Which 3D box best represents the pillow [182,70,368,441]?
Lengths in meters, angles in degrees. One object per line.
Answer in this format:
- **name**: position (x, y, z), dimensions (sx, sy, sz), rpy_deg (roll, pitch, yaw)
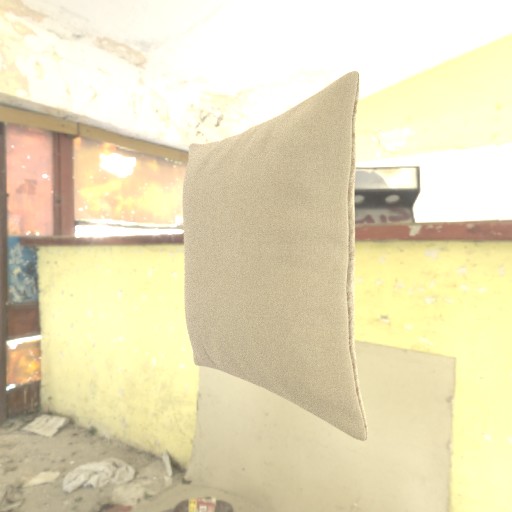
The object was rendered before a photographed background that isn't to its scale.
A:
- **pillow**: position (0.000, 0.000, 0.813), dimensions (0.166, 0.510, 0.523), rpy_deg (-1, 1, -34)
